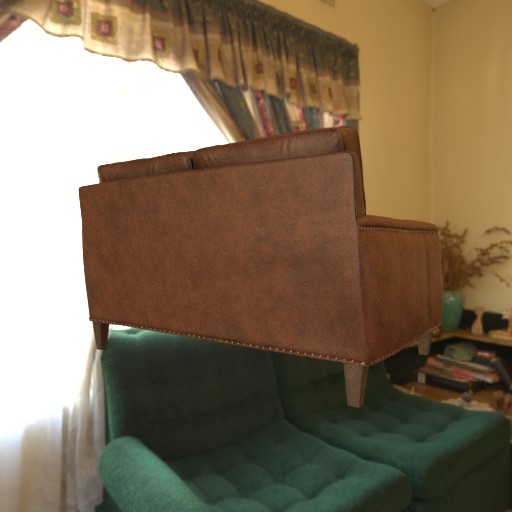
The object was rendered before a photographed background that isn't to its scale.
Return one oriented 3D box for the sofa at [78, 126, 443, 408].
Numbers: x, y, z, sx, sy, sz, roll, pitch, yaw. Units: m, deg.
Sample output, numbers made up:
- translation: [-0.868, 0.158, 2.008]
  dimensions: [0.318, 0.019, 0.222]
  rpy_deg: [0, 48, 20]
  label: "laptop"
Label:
- translation: [0.000, 0.000, 2.277]
  dimensions: [1.628, 1.003, 1.083]
  rpy_deg: [1, 2, 35]
  label: "sofa"
